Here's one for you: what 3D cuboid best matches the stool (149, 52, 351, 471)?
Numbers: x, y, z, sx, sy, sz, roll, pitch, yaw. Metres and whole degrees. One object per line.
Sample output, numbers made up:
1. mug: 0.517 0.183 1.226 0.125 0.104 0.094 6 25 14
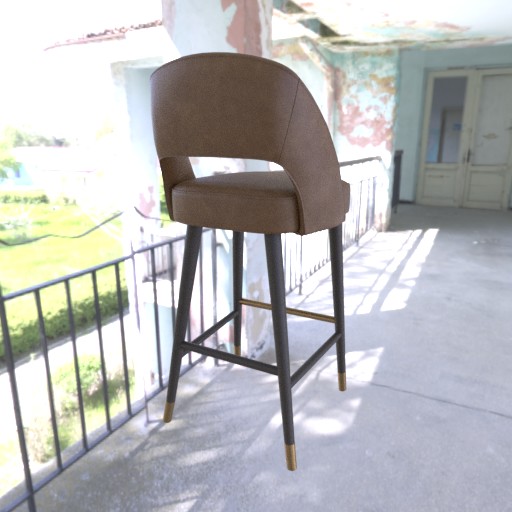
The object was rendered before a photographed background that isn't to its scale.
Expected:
1. stool: 0.000 0.000 1.310 0.494 1.037 0.509 8 18 27
